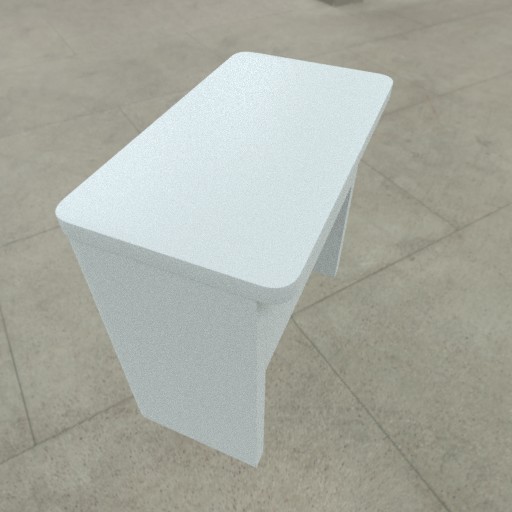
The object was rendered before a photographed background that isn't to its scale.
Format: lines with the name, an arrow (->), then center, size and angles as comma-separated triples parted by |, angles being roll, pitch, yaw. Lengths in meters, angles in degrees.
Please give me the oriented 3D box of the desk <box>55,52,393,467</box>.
desk -> 0.000, 0.000, 1.220 | 0.446, 0.760, 0.790 | 17, 48, 16
